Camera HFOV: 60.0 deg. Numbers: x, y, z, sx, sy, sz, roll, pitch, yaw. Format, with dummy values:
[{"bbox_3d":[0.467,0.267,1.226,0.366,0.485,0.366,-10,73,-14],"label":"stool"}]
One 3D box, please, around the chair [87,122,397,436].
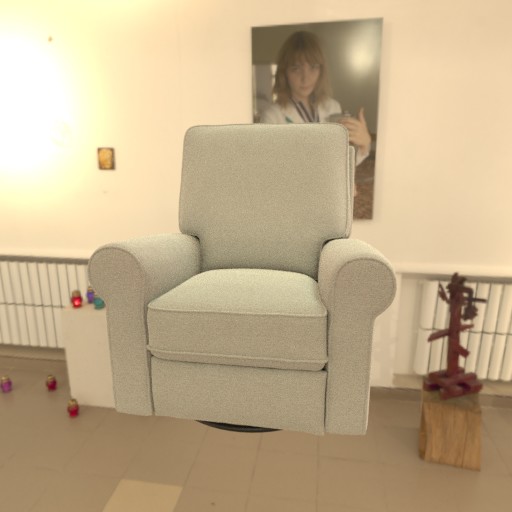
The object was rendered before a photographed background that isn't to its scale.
[{"bbox_3d":[0.000,0.000,1.630,0.890,0.960,0.878,2,15,8],"label":"chair"}]
